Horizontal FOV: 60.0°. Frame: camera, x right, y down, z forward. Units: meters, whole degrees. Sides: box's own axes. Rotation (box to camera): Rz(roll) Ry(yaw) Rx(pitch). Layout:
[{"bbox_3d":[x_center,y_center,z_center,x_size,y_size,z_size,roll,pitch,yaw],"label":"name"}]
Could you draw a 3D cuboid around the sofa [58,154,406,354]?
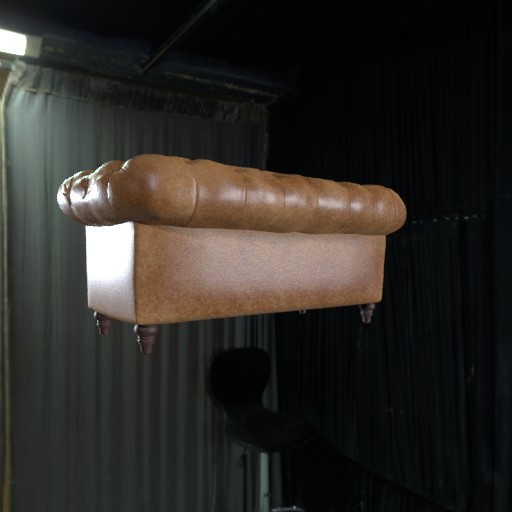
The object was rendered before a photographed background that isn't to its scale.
[{"bbox_3d":[0.000,0.000,2.581,1.979,0.877,1.042,0,0,-37],"label":"sofa"}]
